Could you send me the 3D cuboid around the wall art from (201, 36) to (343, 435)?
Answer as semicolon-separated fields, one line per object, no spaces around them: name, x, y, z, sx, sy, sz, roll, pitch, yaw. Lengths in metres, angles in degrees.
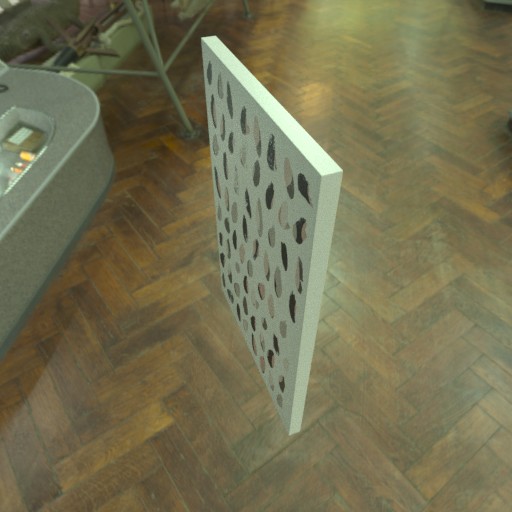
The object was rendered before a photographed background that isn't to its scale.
wall art;0.000;0.000;0.784;0.025;0.608;0.405;-16;47;-15
